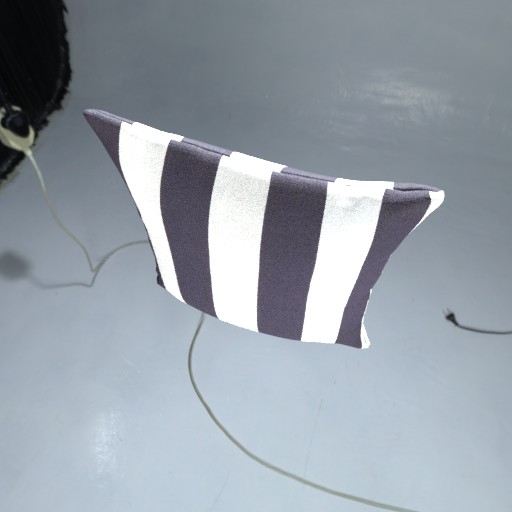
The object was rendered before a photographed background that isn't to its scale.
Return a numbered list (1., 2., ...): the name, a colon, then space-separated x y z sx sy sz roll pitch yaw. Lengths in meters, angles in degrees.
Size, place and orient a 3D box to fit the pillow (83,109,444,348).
1. pillow: 0.000 0.000 0.823 0.536 0.526 0.189 15 59 9
